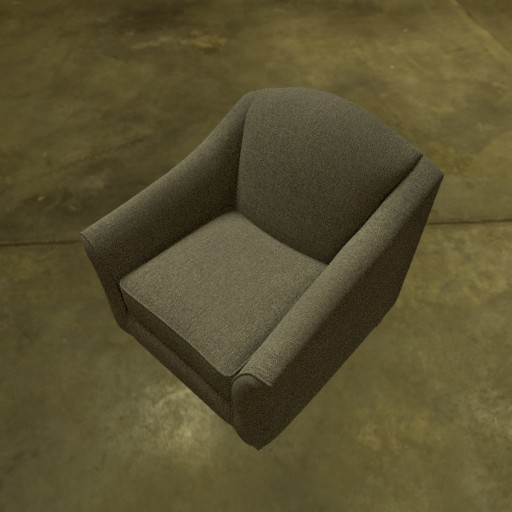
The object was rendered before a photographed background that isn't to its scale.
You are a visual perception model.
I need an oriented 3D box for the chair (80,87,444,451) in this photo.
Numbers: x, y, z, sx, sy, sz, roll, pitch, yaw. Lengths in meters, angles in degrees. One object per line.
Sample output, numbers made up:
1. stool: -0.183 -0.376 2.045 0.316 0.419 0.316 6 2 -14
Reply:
1. chair: 0.000 0.000 1.442 0.763 0.839 0.787 33 54 28
